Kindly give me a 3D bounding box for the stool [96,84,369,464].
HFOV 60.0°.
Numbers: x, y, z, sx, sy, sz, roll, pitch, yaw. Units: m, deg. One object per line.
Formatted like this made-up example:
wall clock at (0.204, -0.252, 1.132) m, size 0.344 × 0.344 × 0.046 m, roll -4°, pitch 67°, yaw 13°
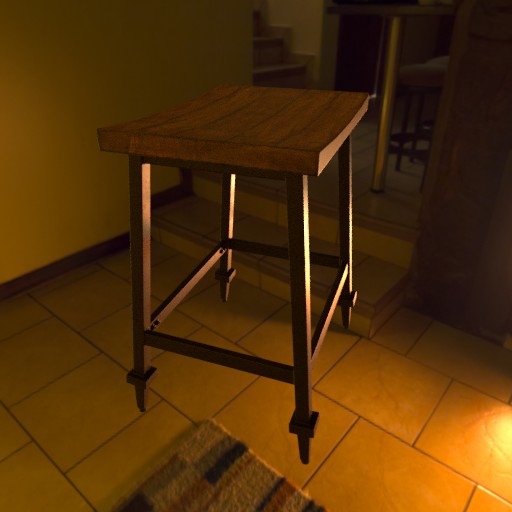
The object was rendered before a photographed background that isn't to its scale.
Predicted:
stool at (0.000, 0.000, 0.967) m, size 0.405 × 0.625 × 0.486 m, roll 10°, pitch 31°, yaw 18°
